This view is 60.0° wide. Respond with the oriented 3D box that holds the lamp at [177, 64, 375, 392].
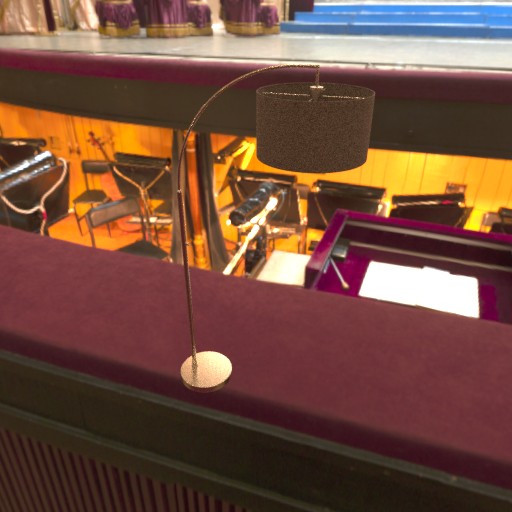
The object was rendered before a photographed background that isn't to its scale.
[{"bbox_3d":[0.000,0.000,2.156,0.934,1.735,0.452,10,31,16],"label":"lamp"}]
